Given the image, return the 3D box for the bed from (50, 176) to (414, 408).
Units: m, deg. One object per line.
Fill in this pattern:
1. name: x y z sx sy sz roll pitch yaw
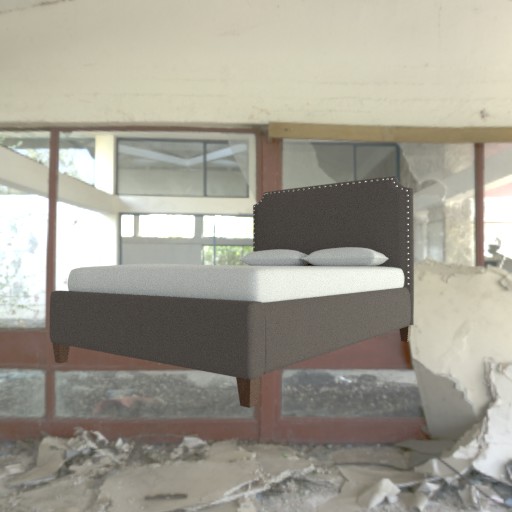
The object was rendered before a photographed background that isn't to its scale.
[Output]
1. bed: 0.000 0.000 3.415 1.713 1.443 2.372 -1 -2 36
